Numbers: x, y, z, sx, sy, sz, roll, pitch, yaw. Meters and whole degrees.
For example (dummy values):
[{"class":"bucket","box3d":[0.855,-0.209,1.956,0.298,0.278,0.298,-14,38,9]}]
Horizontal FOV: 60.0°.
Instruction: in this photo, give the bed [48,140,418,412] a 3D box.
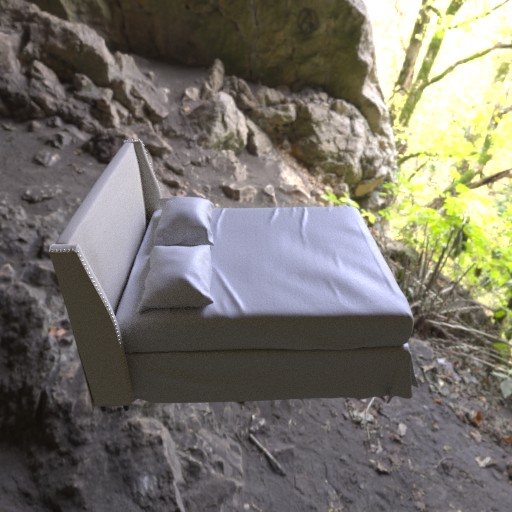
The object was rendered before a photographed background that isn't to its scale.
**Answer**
[{"class":"bed","box3d":[0.000,0.000,3.494,2.276,1.332,1.925,-1,32,-2]}]
